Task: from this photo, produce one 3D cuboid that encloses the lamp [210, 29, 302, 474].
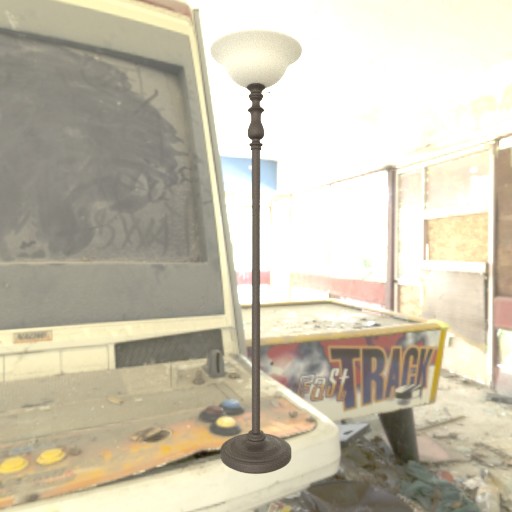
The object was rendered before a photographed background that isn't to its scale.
[{"bbox_3d":[0.000,0.000,1.959,0.405,1.797,0.405,0,1,0],"label":"lamp"}]
